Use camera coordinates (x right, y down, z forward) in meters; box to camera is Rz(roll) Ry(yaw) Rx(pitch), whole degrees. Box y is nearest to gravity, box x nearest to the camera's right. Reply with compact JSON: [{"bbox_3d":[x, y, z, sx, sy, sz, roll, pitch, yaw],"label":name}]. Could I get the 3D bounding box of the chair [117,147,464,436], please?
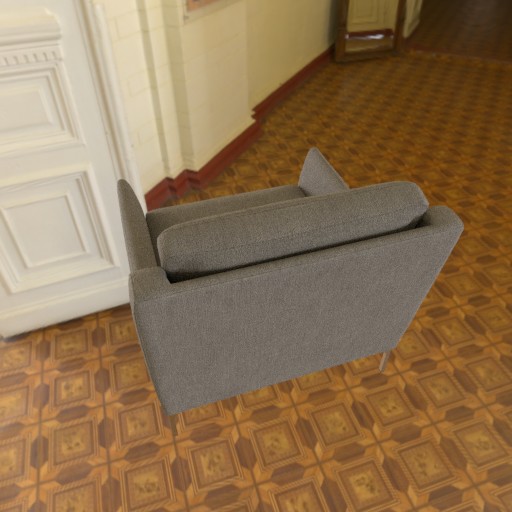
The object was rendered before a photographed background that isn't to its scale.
[{"bbox_3d":[0.000,0.000,1.521,0.847,0.828,0.849,-12,43,-14],"label":"chair"}]
